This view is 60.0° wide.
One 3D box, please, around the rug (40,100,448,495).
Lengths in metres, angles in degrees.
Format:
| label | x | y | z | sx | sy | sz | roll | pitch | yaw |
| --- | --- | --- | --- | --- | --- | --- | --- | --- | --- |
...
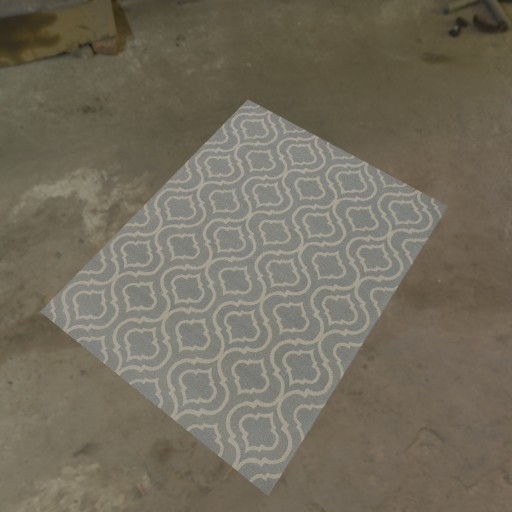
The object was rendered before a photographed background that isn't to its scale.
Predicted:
| label | x | y | z | sx | sy | sz | roll | pitch | yaw |
| --- | --- | --- | --- | --- | --- | --- | --- | --- | --- |
| rug | 0.000 | 0.000 | 3.865 | 2.283 | 0.006 | 2.892 | 33 | 68 | 15 |
